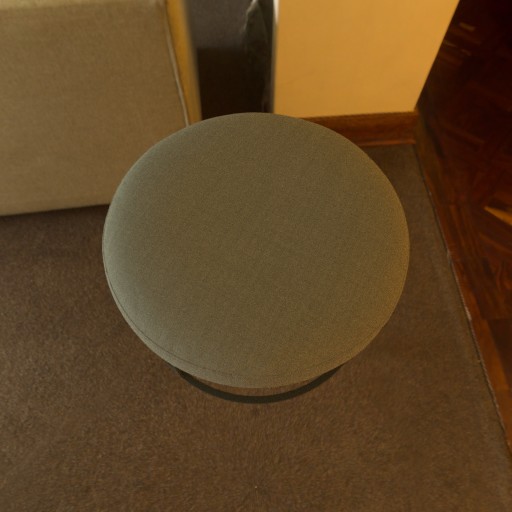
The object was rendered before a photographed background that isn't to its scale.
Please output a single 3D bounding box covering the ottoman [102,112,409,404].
[{"bbox_3d":[0.000,0.000,1.254,0.772,0.460,0.772,0,62,0],"label":"ottoman"}]
